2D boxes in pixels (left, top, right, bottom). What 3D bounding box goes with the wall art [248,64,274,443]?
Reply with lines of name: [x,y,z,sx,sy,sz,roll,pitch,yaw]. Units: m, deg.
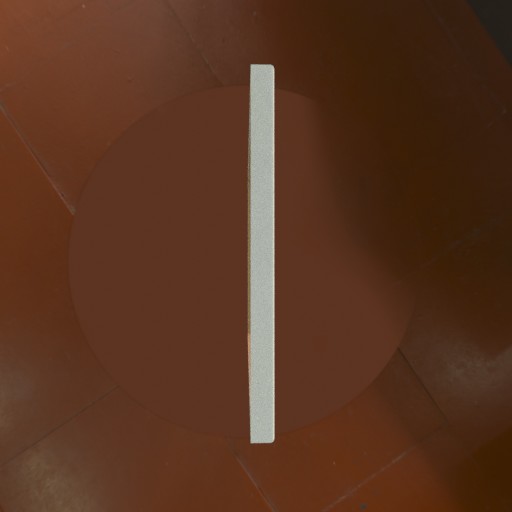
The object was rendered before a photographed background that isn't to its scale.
wall art: [0.000,0.000,1.167,0.038,0.912,0.607,0,89,-1]
